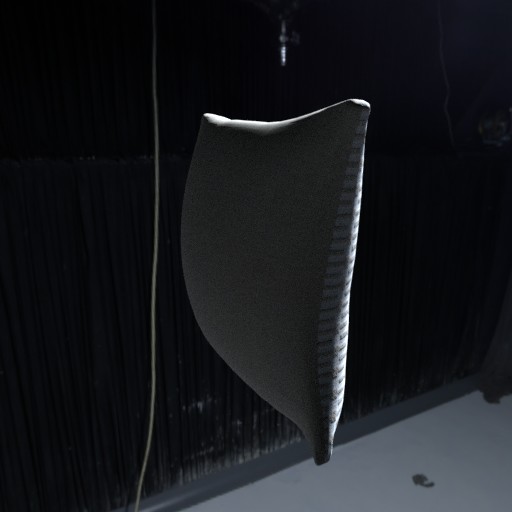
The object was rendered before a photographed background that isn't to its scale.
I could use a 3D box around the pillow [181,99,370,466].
[{"bbox_3d":[0.000,0.000,0.777,0.219,0.491,0.496,-8,17,-26],"label":"pillow"}]
